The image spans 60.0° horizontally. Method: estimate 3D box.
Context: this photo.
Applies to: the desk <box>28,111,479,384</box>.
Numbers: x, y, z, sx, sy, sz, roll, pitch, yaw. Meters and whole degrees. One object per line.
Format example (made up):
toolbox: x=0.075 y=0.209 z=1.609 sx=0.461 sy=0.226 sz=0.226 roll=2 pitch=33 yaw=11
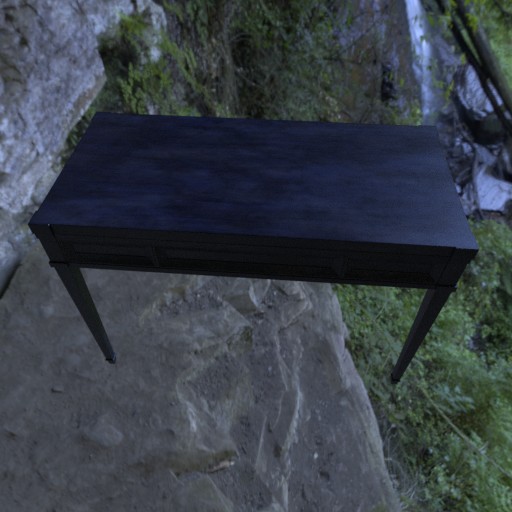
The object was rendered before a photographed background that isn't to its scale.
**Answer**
desk: x=0.000 y=0.000 z=1.788 sx=1.289 sy=0.861 sz=0.630 roll=3 pitch=48 yaw=3
